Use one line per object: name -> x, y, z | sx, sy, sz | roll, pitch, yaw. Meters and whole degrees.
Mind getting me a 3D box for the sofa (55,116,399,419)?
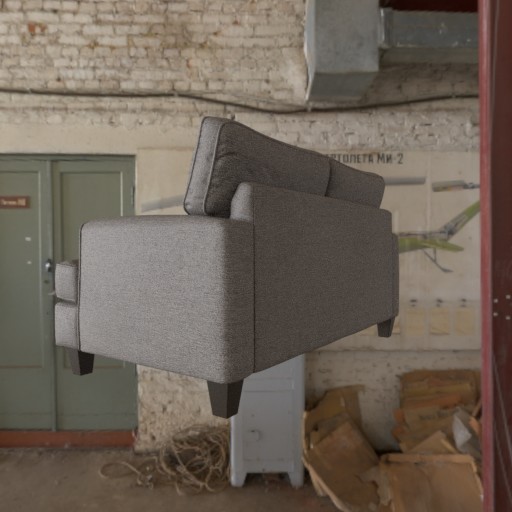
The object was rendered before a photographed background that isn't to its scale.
sofa -> 0.000, 0.000, 2.228 | 0.965, 0.965, 1.651 | 1, 1, 35
